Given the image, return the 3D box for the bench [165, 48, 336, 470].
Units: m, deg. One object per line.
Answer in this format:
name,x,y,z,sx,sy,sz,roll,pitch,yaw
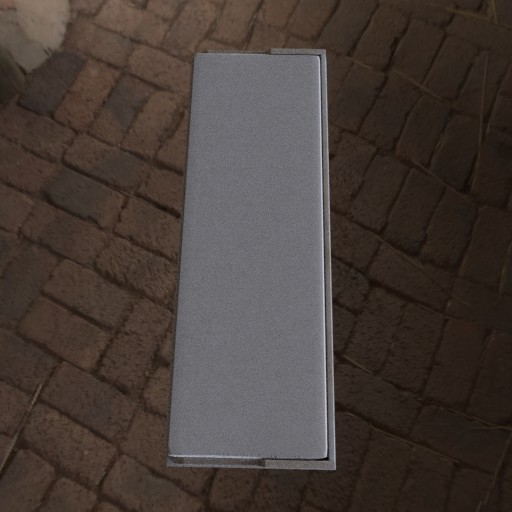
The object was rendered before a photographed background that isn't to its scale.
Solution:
bench,0.000,0.000,1.385,0.398,0.501,1.140,1,75,0
